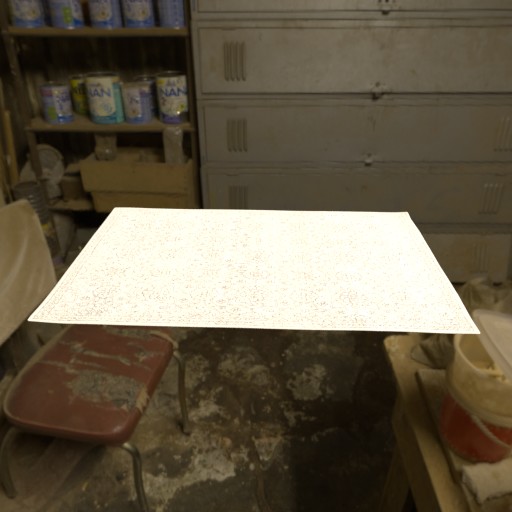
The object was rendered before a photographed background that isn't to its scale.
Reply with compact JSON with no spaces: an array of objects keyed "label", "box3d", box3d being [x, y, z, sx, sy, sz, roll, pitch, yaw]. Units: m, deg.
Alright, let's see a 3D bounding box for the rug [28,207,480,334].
[{"label":"rug","box3d":[0.000,0.000,3.019,2.434,0.023,1.518,1,30,2]}]
